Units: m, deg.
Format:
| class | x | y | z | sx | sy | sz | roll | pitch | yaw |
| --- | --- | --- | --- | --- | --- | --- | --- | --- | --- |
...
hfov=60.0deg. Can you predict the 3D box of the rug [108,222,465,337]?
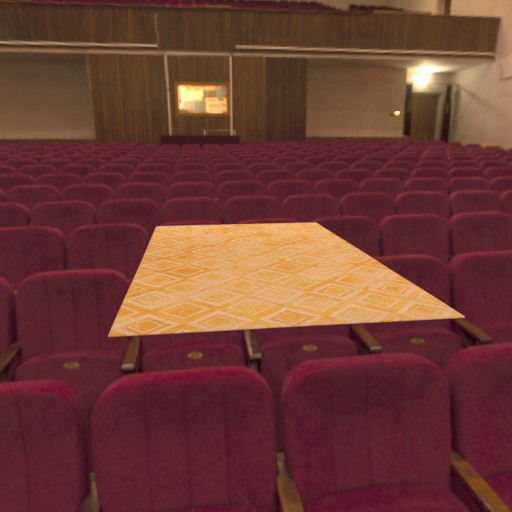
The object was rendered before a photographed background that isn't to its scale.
| class | x | y | z | sx | sy | sz | roll | pitch | yaw |
| --- | --- | --- | --- | --- | --- | --- | --- | --- | --- |
| rug | 0.000 | 0.000 | 3.001 | 1.511 | 0.010 | 2.424 | -2 | 14 | -8 |
